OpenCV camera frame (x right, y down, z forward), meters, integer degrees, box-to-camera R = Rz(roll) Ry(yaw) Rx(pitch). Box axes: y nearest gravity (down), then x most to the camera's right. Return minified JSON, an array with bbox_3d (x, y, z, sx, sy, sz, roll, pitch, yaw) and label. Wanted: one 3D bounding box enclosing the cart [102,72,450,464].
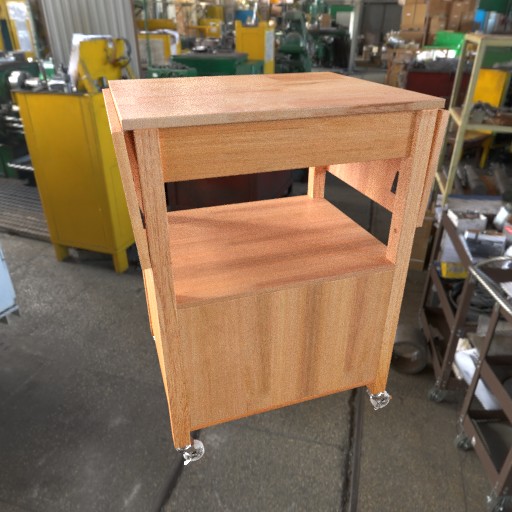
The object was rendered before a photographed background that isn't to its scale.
[{"bbox_3d":[0.000,0.000,1.176,0.640,0.838,0.508,-9,30,-16],"label":"cart"}]
